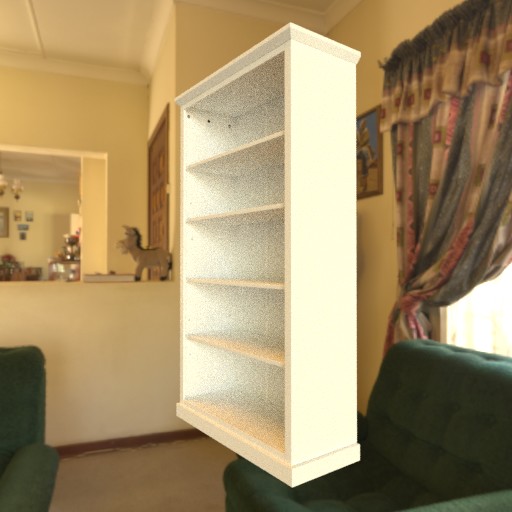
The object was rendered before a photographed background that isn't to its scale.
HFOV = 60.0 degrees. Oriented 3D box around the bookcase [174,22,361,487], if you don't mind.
[{"bbox_3d":[0.000,0.000,2.333,0.432,1.880,1.050,1,-1,-37],"label":"bookcase"}]
